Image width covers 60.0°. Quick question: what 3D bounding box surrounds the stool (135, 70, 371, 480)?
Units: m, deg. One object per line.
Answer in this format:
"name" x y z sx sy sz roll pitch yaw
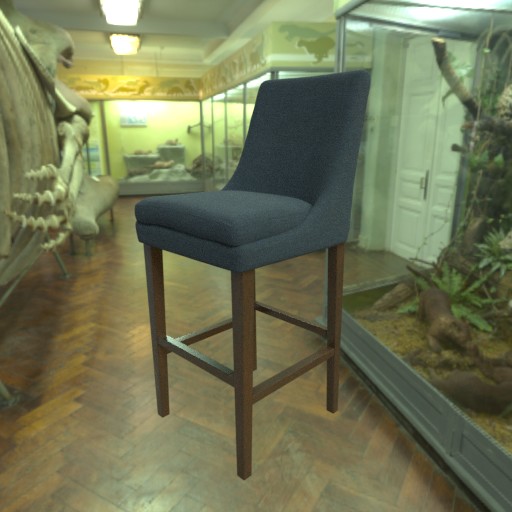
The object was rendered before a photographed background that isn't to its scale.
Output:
"stool" 0.000 0.000 1.368 0.470 1.078 0.577 15 21 43
